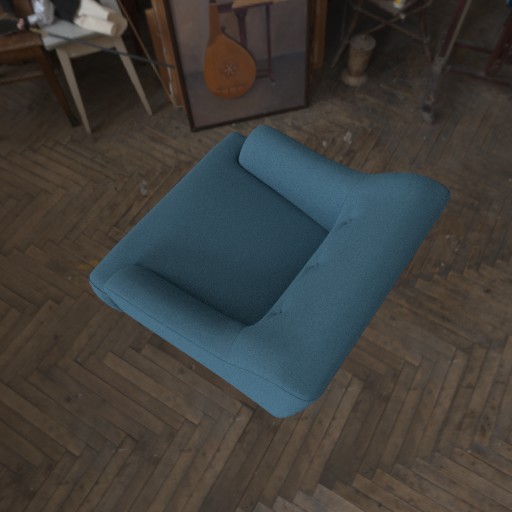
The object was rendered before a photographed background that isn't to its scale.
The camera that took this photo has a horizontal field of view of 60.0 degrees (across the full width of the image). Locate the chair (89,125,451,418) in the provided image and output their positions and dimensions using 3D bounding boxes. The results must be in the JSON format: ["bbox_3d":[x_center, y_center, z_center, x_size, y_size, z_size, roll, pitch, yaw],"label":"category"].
[{"bbox_3d":[0.000,0.000,1.703,0.951,0.818,0.946,34,69,15],"label":"chair"}]
